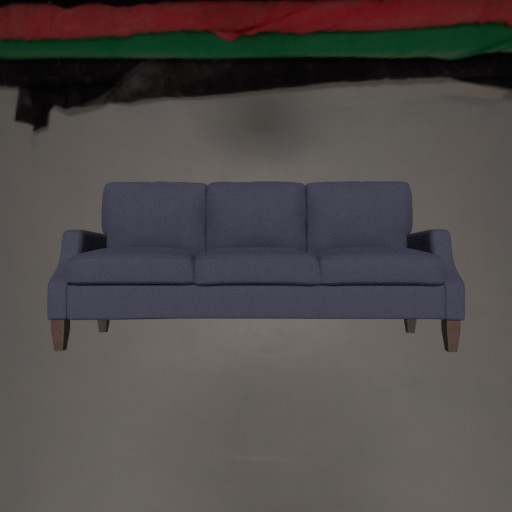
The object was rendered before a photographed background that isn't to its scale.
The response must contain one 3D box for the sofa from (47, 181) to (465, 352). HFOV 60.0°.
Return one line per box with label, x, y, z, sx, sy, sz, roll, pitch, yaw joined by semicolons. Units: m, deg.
sofa;0.000;0.000;2.639;2.115;0.984;0.888;0;-1;1
